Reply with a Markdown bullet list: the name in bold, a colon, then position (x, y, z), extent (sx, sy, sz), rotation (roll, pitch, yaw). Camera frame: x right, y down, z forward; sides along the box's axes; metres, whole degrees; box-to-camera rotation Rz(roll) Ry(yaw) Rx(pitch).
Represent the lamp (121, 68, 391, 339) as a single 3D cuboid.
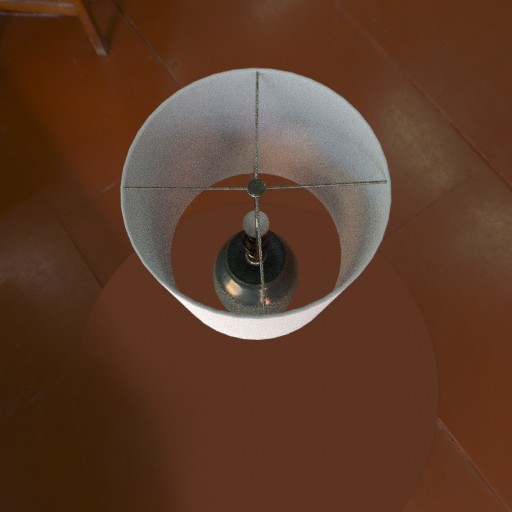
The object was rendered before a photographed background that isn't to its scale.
- **lamp**: position (0.000, 0.000, 0.574), extent (0.217, 0.453, 0.217), rotation (-1, 75, 0)
